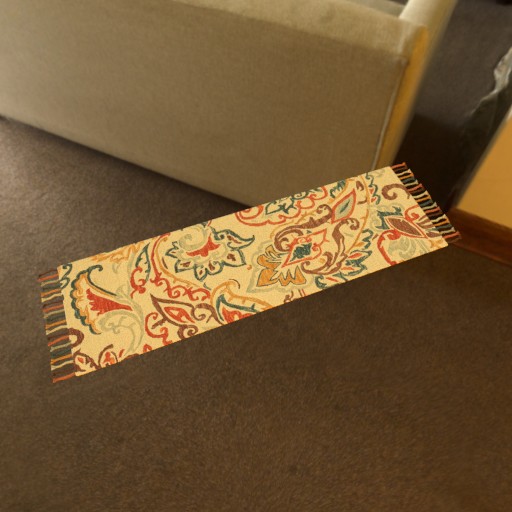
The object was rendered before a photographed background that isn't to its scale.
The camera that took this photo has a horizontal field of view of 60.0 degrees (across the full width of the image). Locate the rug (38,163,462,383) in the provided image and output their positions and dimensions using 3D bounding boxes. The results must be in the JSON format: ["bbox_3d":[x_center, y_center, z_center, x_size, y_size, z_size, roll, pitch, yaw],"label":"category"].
[{"bbox_3d":[0.000,0.000,2.891,2.682,0.015,0.763,-18,59,-11],"label":"rug"}]
